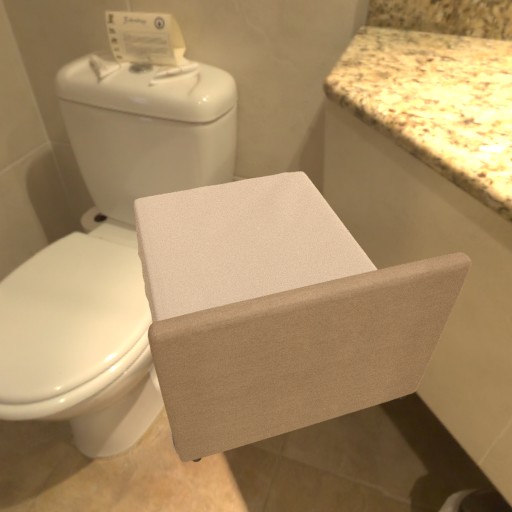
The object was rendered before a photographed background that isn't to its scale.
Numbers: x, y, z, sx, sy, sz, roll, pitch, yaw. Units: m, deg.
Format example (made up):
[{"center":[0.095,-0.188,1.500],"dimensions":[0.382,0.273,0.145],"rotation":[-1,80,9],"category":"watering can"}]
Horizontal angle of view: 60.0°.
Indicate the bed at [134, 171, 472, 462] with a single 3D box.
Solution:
[{"center":[0.000,0.000,3.254],"dimensions":[1.713,1.330,2.162],"rotation":[-12,43,-13],"category":"bed"}]
